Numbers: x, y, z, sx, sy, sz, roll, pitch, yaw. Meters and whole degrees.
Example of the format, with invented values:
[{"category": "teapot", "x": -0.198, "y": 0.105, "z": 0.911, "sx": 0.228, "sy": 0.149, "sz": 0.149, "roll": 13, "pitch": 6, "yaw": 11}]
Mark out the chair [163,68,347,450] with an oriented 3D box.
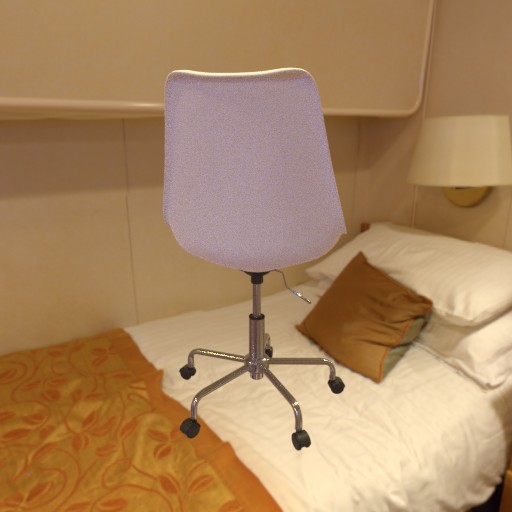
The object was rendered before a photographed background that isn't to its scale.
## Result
[{"category": "chair", "x": 0.000, "y": 0.000, "z": 1.258, "sx": 0.550, "sy": 0.930, "sz": 0.550, "roll": 3, "pitch": 17, "yaw": 10}]
